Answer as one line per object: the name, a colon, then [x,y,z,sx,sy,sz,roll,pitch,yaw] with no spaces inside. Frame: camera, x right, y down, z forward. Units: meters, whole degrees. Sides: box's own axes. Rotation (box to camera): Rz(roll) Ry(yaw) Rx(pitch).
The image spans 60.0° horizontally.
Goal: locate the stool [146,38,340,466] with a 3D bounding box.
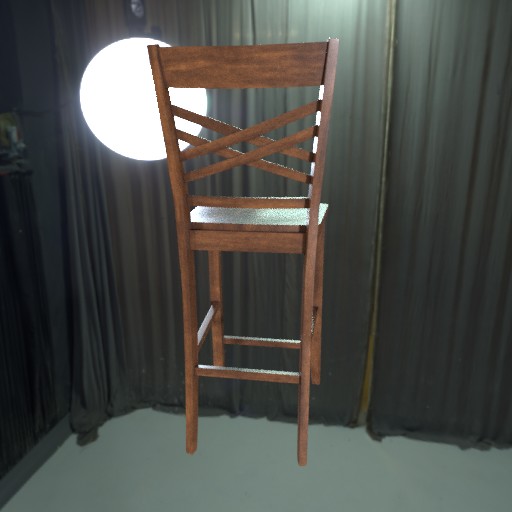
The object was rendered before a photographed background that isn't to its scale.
stool: [0.000,0.000,1.332,0.426,1.098,0.504,2,15,8]
